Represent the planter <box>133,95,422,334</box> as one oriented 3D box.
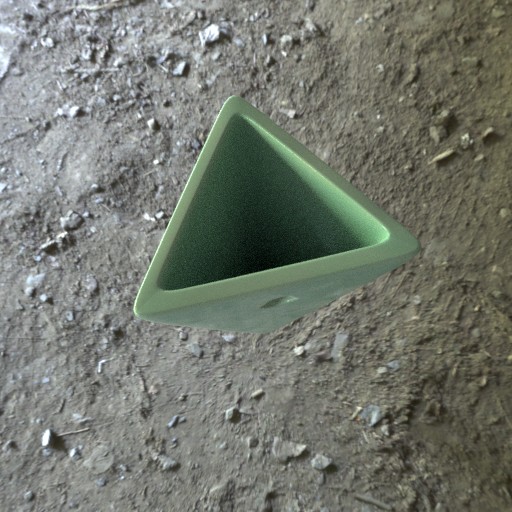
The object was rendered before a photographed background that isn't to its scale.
[{"bbox_3d":[0.000,0.000,0.212,0.080,0.178,0.064,-13,76,-3],"label":"planter"}]
